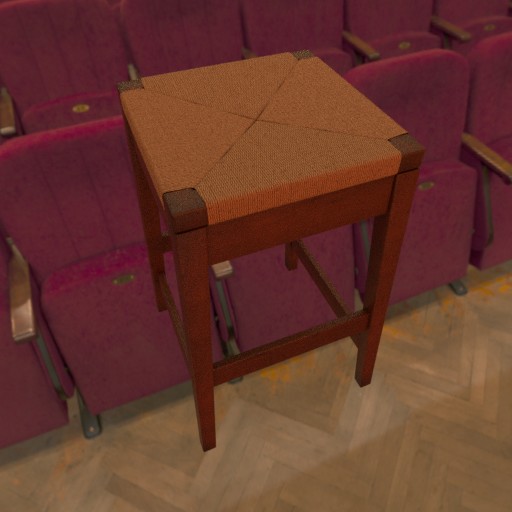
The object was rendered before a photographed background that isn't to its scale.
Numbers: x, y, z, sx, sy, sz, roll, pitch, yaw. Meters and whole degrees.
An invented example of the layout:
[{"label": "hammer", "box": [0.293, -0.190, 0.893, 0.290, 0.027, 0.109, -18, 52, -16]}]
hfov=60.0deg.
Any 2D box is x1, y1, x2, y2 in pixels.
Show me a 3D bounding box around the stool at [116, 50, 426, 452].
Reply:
[{"label": "stool", "box": [0.000, 0.000, 1.075, 0.497, 0.762, 0.507, -17, 49, -15]}]
